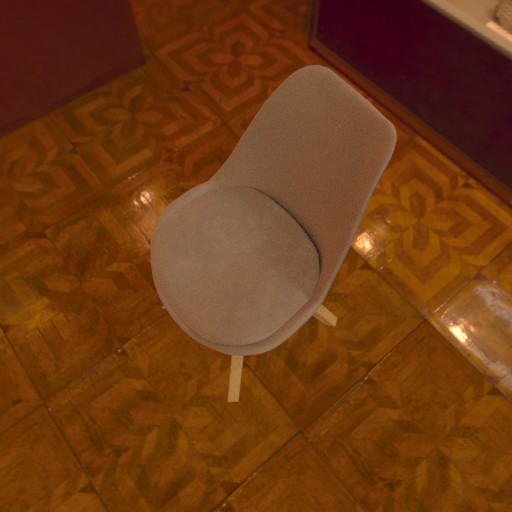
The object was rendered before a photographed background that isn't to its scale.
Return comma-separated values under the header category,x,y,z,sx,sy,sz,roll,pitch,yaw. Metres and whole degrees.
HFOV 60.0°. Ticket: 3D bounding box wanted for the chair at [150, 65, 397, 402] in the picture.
category,x,y,z,sx,sy,sz,roll,pitch,yaw
chair,0.000,0.000,1.203,0.550,0.850,0.485,-34,68,-16
